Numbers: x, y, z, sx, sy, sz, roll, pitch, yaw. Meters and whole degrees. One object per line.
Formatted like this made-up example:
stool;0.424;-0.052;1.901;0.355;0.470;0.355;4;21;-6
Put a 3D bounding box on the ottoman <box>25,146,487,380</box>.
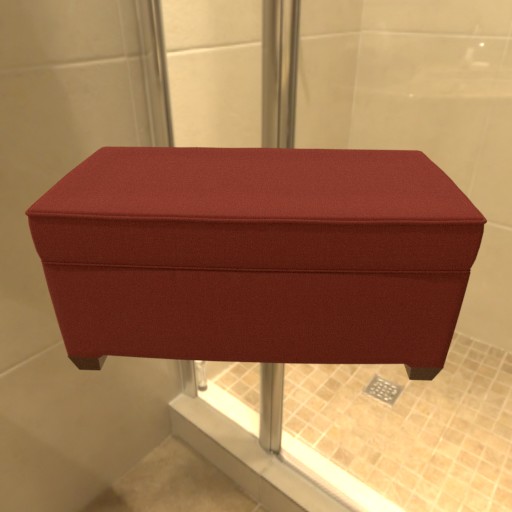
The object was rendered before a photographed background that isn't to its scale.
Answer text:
ottoman;0.000;0.000;1.187;0.948;0.454;0.497;1;30;2
